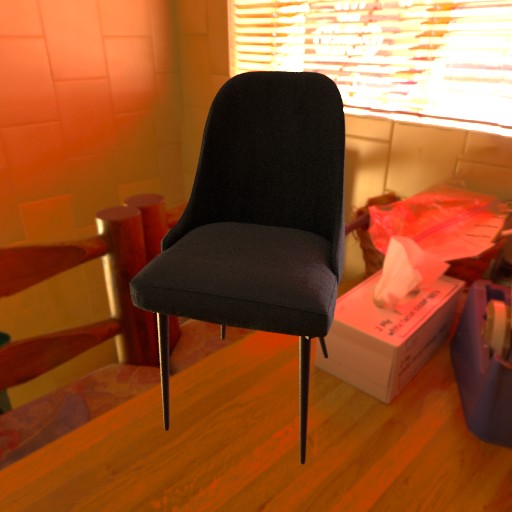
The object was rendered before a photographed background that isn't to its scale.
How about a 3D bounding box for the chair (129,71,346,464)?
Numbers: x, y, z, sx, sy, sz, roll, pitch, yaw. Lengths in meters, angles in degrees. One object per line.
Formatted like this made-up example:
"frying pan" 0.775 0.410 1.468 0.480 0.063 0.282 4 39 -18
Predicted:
"chair" 0.000 0.000 1.198 0.478 0.896 0.559 7 27 15
